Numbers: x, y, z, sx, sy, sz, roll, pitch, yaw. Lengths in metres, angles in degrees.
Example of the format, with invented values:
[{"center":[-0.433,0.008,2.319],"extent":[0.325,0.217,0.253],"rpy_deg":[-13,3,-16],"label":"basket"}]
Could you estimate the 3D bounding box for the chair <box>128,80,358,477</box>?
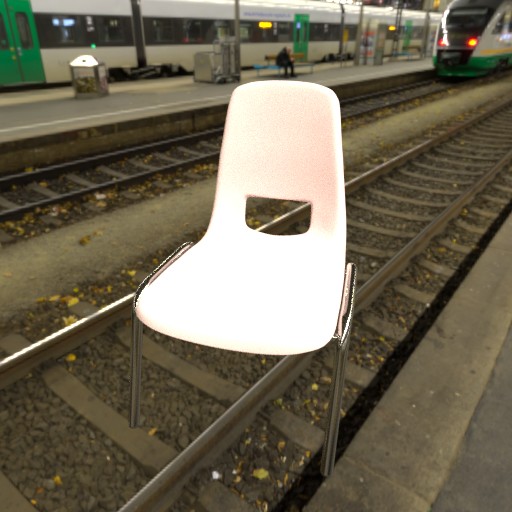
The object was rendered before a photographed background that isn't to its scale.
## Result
[{"center":[0.000,0.000,0.768],"extent":[0.354,0.537,0.385],"rpy_deg":[7,27,15],"label":"chair"}]
